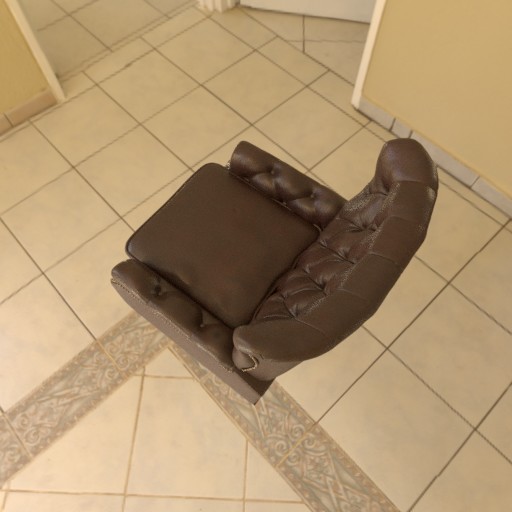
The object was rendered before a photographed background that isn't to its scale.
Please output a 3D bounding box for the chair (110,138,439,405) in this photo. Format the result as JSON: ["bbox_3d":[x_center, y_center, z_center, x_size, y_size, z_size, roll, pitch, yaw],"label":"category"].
[{"bbox_3d":[0.000,0.000,1.464,0.823,0.864,0.709,34,68,16],"label":"chair"}]
